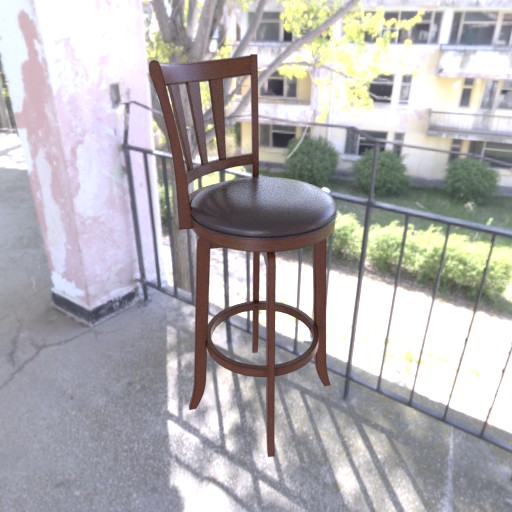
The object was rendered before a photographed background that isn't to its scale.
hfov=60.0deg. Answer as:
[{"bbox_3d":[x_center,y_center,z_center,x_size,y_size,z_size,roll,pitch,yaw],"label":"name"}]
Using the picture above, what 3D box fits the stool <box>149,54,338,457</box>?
[{"bbox_3d":[0.000,0.000,1.443,0.503,1.177,0.464,18,32,31],"label":"stool"}]
